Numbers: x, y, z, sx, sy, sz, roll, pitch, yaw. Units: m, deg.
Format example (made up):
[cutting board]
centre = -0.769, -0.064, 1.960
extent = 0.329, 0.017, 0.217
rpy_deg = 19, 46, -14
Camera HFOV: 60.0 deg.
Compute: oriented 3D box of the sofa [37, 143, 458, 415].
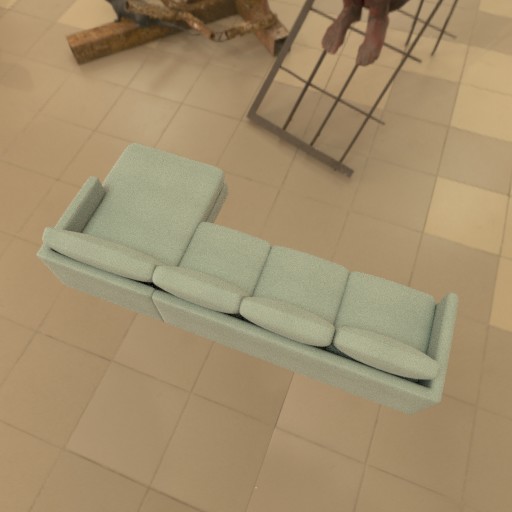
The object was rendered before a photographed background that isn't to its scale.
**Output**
[sofa]
centre = 0.000, 0.000, 4.052
extent = 3.471, 0.950, 1.604
rpy_deg = 19, 64, 9
